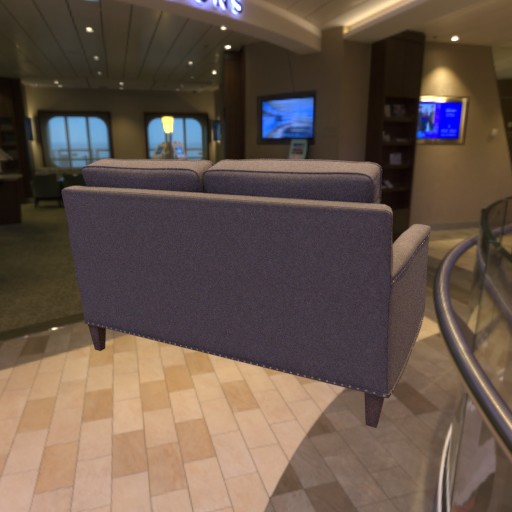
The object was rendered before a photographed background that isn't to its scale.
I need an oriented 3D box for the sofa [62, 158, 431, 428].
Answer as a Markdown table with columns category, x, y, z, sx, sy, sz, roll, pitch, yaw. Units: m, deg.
| category | x | y | z | sx | sy | sz | roll | pitch | yaw |
| --- | --- | --- | --- | --- | --- | --- | --- | --- | --- |
| sofa | 0.000 | 0.000 | 2.272 | 1.597 | 1.003 | 1.084 | 7 | 16 | 26 |
